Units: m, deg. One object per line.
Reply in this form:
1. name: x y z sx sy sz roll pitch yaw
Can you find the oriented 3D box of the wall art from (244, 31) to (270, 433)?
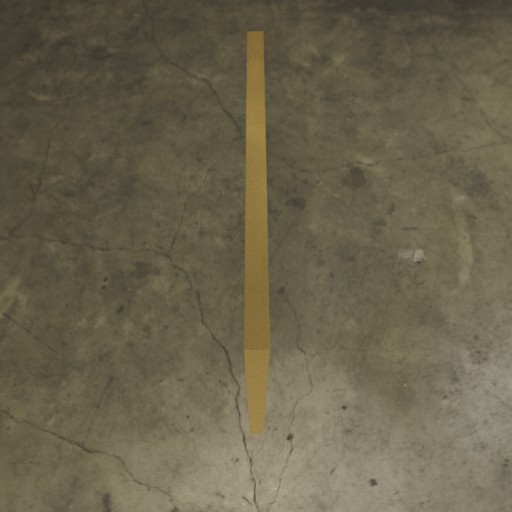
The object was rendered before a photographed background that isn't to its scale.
1. wall art: 0.000 0.000 1.165 0.038 0.762 0.762 0 60 0
